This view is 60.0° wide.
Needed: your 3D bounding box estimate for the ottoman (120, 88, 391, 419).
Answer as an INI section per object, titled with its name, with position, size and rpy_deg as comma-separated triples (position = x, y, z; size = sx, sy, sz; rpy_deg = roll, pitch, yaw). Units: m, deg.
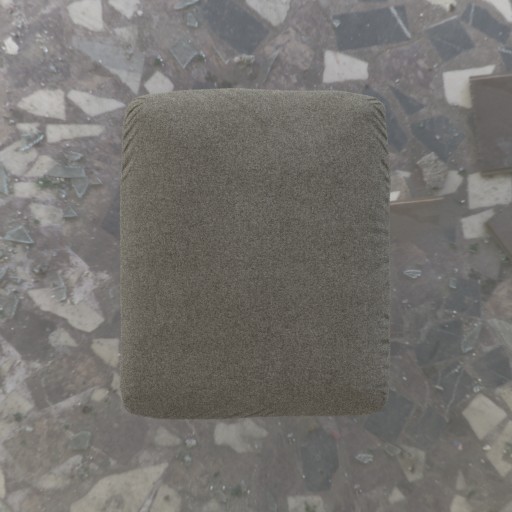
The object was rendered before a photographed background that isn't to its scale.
[ottoman]
position = 0.000, 0.000, 1.240
size = 0.683, 0.481, 0.837
rpy_deg = 0, 90, -1
